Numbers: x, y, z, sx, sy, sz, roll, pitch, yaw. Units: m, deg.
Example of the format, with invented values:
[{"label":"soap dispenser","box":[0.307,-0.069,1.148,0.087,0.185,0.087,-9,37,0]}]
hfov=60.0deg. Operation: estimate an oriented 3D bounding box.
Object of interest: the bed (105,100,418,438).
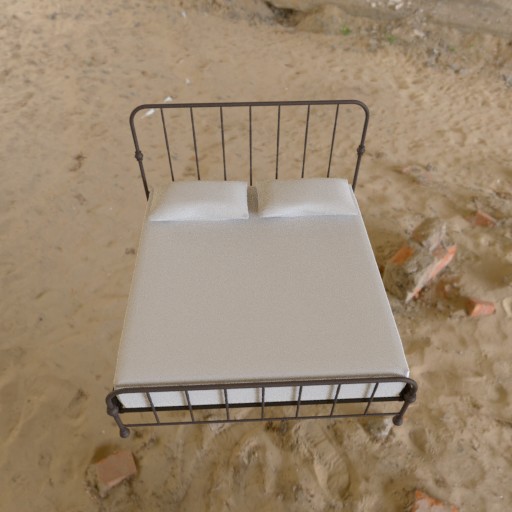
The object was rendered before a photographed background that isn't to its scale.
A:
[{"label":"bed","box":[0.000,0.000,3.393,2.044,1.446,2.134,-2,46,-2]}]
